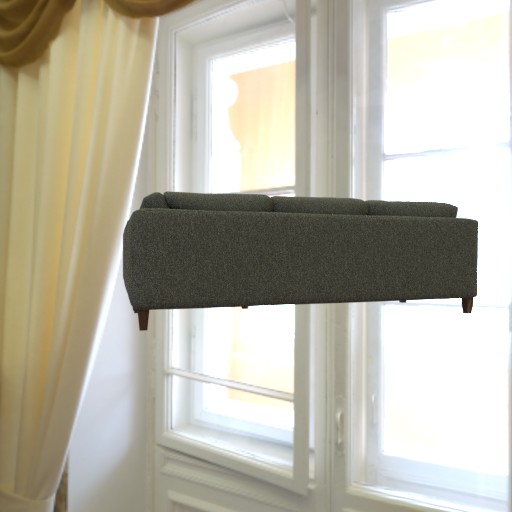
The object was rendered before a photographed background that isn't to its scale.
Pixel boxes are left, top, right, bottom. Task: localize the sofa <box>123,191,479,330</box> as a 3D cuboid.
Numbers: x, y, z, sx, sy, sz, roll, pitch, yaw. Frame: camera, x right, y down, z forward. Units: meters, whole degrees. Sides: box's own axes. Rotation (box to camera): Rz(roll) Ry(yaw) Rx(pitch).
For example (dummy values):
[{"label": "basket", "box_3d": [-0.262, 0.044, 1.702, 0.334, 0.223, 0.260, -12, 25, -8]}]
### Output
[{"label": "sofa", "box_3d": [0.000, 0.000, 4.463, 2.551, 0.853, 3.238, 0, 0, -18]}]
